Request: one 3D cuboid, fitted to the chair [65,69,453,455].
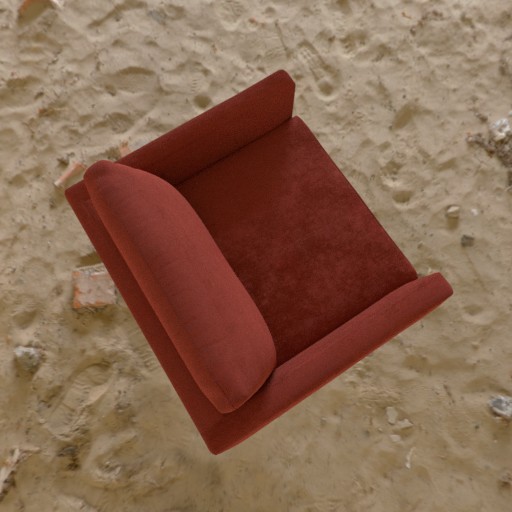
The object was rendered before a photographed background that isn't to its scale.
[{"bbox_3d":[0.000,0.000,1.572,0.875,0.812,0.964,-32,77,-8],"label":"chair"}]
